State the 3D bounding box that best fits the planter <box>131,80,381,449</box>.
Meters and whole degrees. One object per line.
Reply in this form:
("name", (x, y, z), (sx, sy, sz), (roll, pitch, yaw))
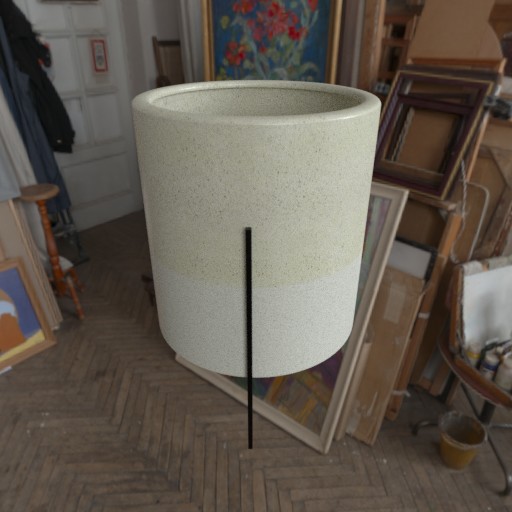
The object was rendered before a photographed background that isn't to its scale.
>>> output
("planter", (0.000, 0.000, 0.699), (0.324, 0.483, 0.333), (1, 28, 3))
